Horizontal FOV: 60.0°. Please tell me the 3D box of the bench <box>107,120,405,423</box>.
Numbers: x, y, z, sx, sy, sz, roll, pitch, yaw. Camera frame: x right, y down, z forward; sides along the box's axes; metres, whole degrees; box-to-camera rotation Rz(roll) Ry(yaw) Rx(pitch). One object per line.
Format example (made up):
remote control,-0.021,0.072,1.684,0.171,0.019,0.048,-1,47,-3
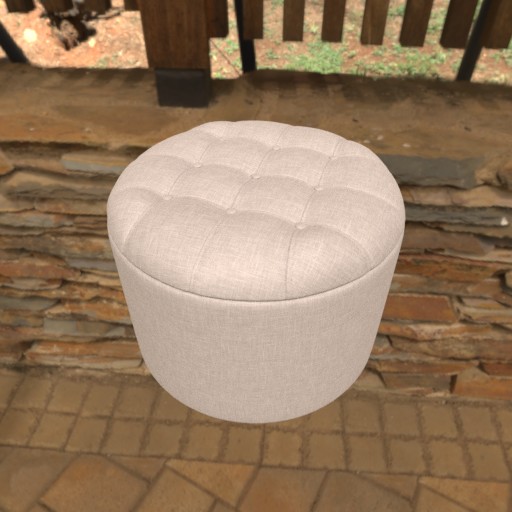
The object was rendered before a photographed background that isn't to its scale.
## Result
bench,0.000,0.000,1.014,0.600,0.453,0.600,0,41,0
